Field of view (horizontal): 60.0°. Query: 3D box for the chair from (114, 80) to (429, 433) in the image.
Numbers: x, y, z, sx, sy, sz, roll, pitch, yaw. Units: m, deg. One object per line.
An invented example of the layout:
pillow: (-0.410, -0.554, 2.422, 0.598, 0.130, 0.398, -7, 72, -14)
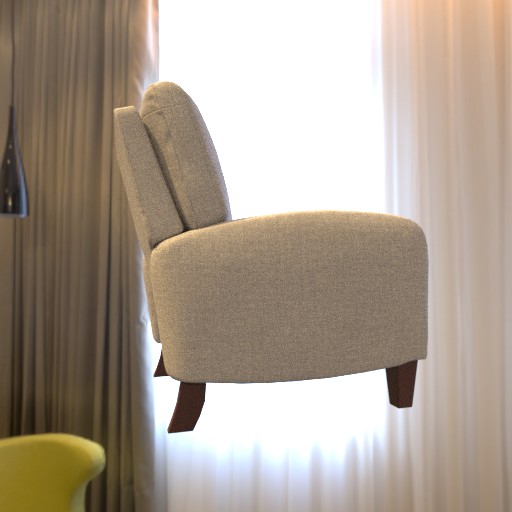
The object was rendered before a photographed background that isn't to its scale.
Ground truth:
chair: (0.000, 0.000, 1.633, 0.990, 0.990, 0.762, 0, -1, -17)
